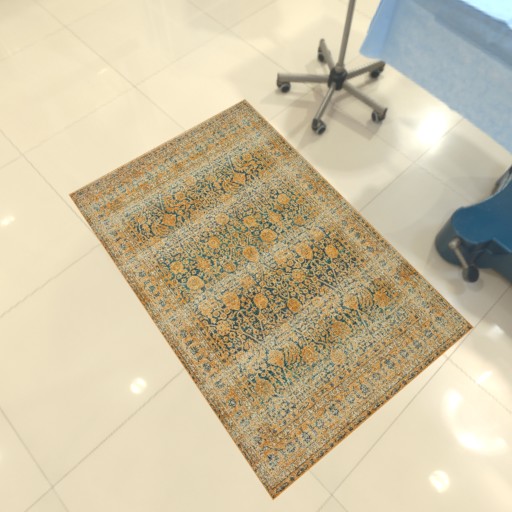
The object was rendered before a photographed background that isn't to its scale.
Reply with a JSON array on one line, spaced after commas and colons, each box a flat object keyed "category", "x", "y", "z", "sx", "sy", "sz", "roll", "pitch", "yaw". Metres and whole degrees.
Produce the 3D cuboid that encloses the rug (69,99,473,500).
[{"category": "rug", "x": 0.000, "y": 0.000, "z": 2.882, "sx": 1.525, "sy": 0.007, "sz": 2.336, "roll": -34, "pitch": 68, "yaw": -16}]
